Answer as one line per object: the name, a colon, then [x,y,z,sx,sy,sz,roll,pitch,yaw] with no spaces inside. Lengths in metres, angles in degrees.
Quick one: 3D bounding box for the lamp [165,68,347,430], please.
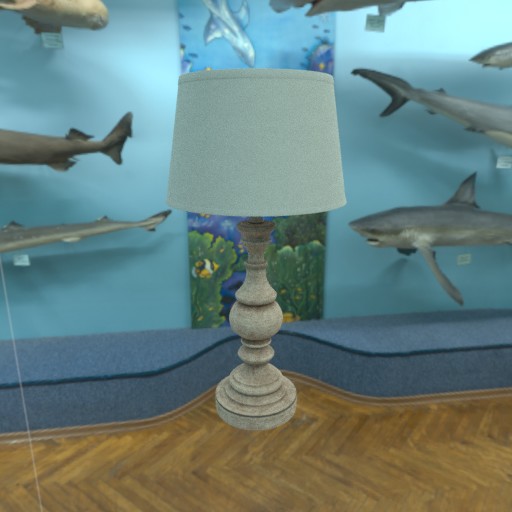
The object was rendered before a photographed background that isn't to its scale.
lamp: [0.000,0.000,0.878,0.340,0.678,0.340,0,16,0]
